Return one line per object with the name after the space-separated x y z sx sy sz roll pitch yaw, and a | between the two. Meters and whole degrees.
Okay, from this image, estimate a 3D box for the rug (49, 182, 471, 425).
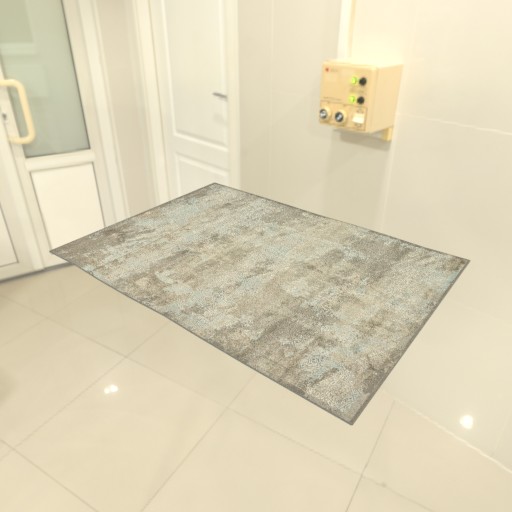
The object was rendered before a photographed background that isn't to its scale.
0.000 0.000 4.274 3.307 0.013 2.393 22 37 32 | rug
